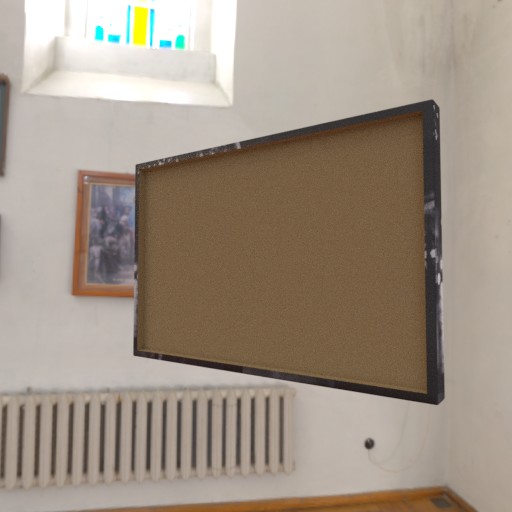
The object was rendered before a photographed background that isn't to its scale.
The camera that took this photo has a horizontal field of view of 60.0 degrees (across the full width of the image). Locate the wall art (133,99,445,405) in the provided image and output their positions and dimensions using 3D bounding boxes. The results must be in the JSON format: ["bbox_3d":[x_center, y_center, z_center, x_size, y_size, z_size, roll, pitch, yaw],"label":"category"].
[{"bbox_3d":[0.000,0.000,0.776,0.609,0.406,0.037,-2,-3,36],"label":"wall art"}]
